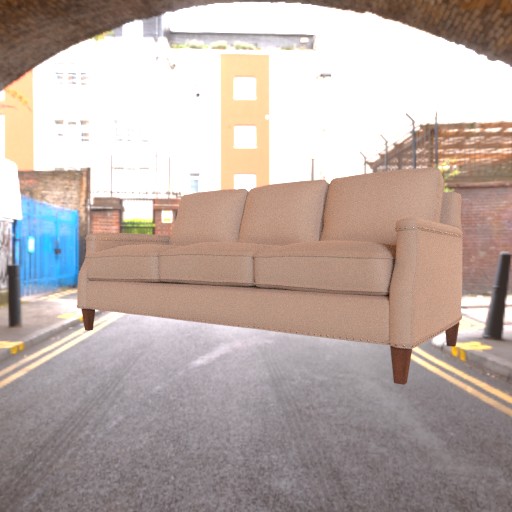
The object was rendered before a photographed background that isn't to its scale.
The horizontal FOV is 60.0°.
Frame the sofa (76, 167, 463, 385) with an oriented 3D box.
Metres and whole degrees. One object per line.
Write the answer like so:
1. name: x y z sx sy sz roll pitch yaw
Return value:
1. sofa: 0.000 0.000 2.761 2.246 1.003 1.084 0 0 36
